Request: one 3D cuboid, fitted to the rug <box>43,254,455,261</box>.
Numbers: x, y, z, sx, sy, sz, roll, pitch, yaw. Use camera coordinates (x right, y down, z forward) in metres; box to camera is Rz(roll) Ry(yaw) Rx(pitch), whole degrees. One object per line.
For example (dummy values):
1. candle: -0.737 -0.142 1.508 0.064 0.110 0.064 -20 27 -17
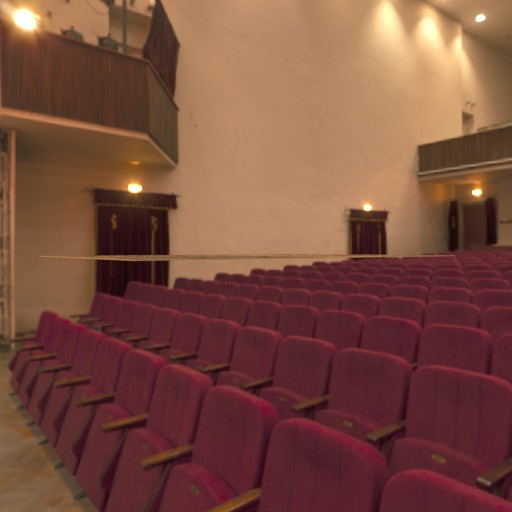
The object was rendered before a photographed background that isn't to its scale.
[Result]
1. rug: 0.000 0.000 2.964 2.363 0.004 1.566 -1 1 -37
